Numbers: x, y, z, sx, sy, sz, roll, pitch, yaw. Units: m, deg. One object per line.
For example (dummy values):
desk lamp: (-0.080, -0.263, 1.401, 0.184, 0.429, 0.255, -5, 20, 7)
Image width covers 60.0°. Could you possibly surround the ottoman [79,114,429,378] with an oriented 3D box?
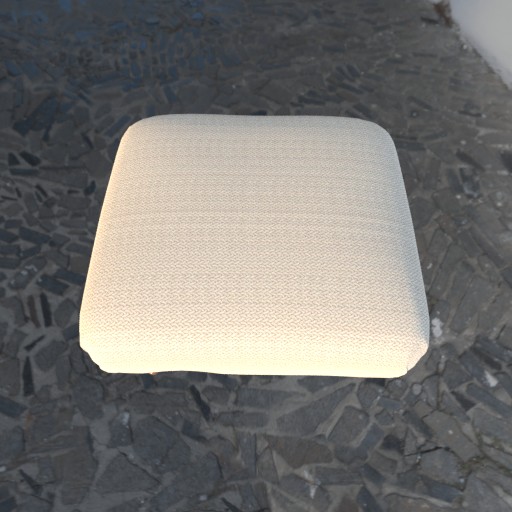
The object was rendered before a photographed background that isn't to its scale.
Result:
ottoman: (0.000, 0.000, 1.079, 0.684, 0.447, 0.622, 1, 59, 0)
